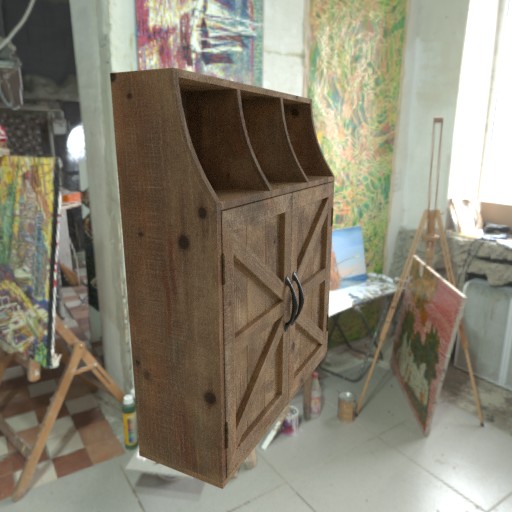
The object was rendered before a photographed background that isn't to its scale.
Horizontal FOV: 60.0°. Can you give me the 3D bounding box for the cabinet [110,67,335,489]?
[{"bbox_3d":[0.000,0.000,0.828,0.184,0.590,0.489,7,16,26],"label":"cabinet"}]
